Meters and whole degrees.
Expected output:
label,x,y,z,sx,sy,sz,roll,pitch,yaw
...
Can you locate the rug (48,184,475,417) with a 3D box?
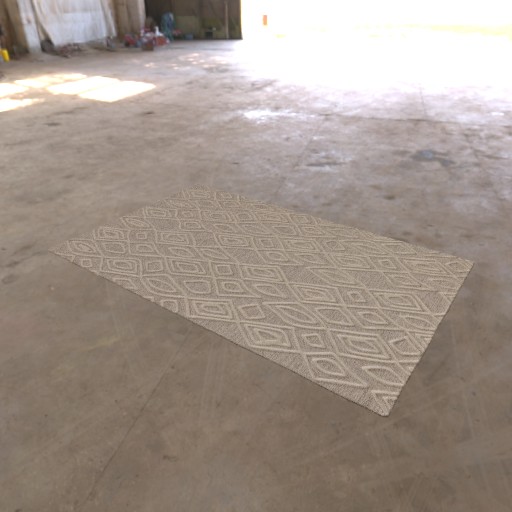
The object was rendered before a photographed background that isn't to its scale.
label,x,y,z,sx,sy,sz,roll,pitch,yaw
rug,0.000,0.000,2.980,2.442,0.010,1.546,20,36,30
